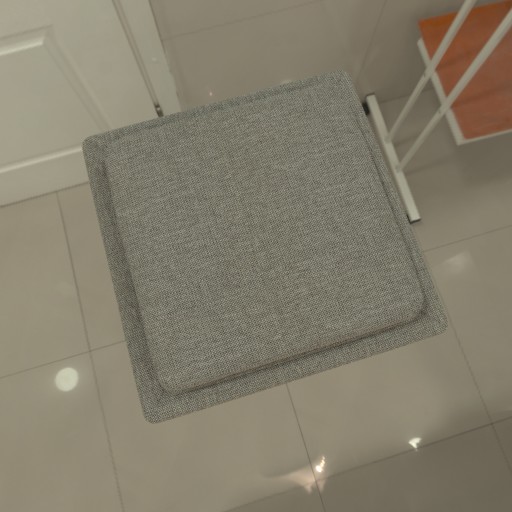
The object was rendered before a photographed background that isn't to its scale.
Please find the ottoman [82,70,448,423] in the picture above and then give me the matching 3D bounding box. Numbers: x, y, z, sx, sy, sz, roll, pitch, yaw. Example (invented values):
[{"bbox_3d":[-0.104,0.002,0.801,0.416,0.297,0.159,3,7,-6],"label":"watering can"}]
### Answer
[{"bbox_3d":[0.000,0.000,0.827,0.450,0.460,0.450,-16,77,-4],"label":"ottoman"}]
